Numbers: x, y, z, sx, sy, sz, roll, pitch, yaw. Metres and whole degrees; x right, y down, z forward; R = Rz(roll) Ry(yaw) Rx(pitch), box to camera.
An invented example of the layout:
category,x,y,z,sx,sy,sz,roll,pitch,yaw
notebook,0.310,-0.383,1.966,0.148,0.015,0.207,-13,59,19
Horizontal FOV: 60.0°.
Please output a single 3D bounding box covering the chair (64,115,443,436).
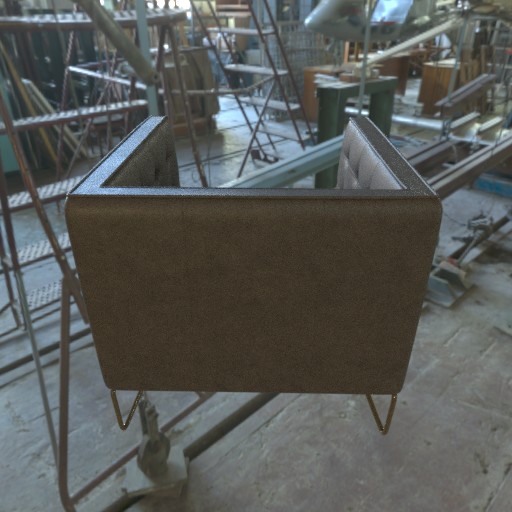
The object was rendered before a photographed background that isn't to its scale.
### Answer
category,x,y,z,sx,sy,sz,roll,pitch,yaw
chair,0.000,0.000,1.544,0.880,0.790,0.894,1,30,1
